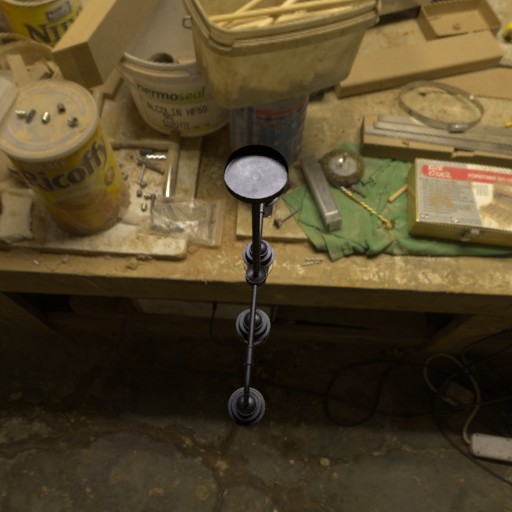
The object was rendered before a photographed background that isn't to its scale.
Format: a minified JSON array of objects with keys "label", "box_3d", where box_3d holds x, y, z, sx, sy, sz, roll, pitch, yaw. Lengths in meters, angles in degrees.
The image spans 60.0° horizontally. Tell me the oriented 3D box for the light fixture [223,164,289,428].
[{"label":"light fixture","box_3d":[0.000,0.000,1.237,0.131,0.785,0.852,4,64,2]}]
